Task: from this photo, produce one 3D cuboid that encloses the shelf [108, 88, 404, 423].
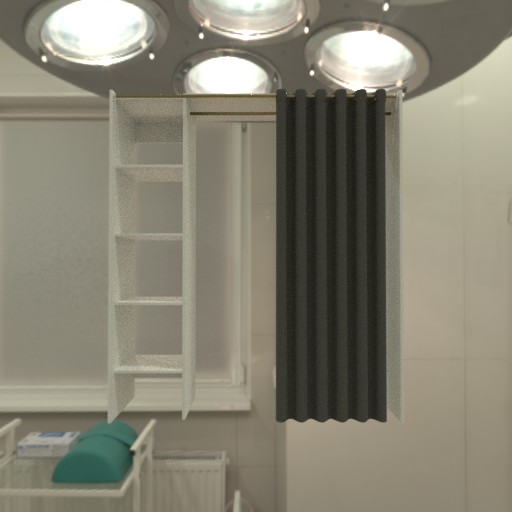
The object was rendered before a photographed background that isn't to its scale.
[{"bbox_3d":[0.000,0.000,2.630,1.600,1.810,0.500,0,-1,0],"label":"shelf"}]
